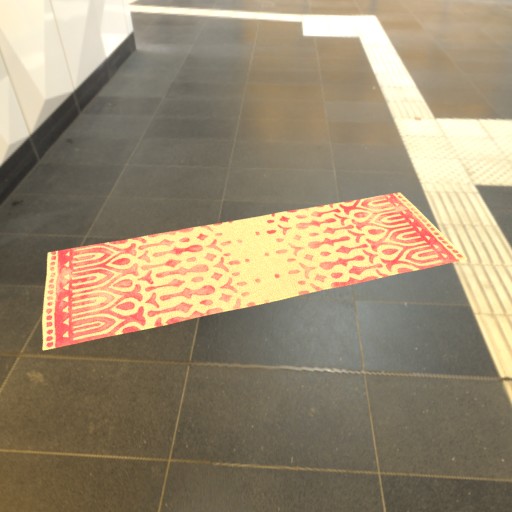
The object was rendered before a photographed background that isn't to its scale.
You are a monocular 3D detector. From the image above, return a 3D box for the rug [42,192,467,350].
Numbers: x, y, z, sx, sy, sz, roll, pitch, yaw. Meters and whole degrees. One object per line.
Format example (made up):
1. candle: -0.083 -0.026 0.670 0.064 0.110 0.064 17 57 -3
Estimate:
1. rug: 0.000 0.000 2.722 2.458 0.011 0.787 -11 42 -12
